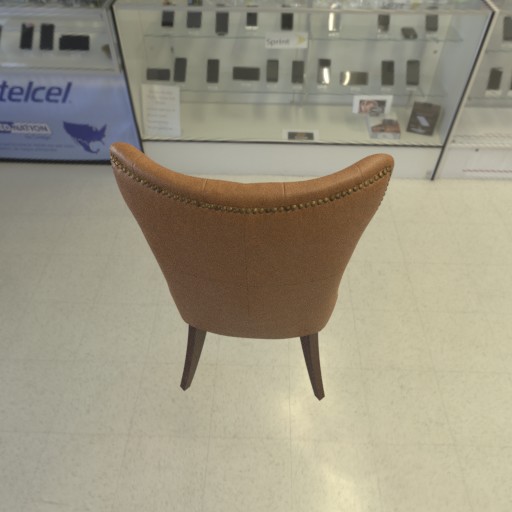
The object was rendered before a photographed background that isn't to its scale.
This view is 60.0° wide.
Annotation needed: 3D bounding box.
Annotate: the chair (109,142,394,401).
[{"bbox_3d":[0.000,0.000,1.429,0.611,1.065,0.669,3,47,3],"label":"chair"}]
